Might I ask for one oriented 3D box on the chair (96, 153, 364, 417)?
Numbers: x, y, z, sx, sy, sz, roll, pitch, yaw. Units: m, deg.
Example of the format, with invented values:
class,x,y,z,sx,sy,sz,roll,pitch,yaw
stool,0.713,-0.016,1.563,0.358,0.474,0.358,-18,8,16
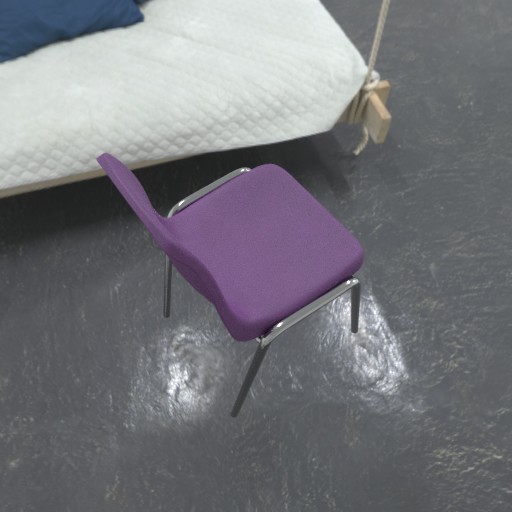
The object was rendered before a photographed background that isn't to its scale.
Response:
class,x,y,z,sx,sy,sz,roll,pitch,yaw
chair,0.000,0.000,0.948,0.432,0.704,0.381,-32,63,-18
